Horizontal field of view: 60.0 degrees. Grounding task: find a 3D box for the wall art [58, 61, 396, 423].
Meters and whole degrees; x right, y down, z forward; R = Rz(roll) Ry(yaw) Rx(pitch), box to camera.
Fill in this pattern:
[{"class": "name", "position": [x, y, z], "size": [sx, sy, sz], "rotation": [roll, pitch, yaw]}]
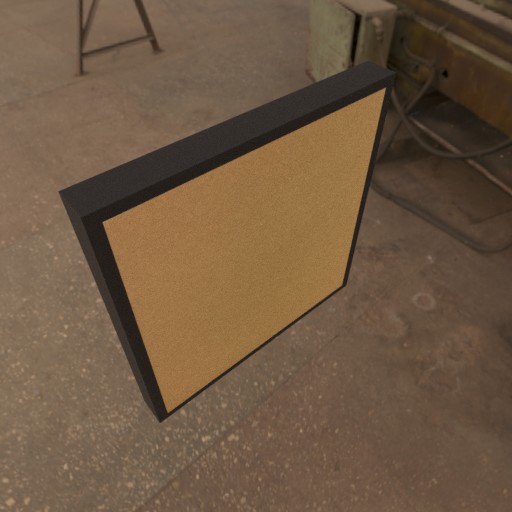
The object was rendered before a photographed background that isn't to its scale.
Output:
[{"class": "wall art", "position": [0.000, 0.000, 0.454], "size": [0.305, 0.304, 0.033], "rotation": [-32, 54, -26]}]
